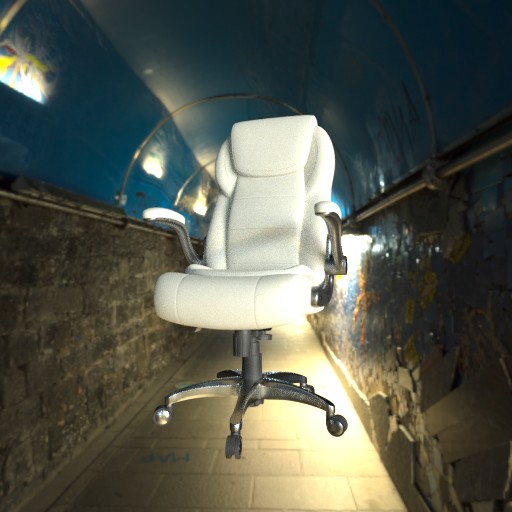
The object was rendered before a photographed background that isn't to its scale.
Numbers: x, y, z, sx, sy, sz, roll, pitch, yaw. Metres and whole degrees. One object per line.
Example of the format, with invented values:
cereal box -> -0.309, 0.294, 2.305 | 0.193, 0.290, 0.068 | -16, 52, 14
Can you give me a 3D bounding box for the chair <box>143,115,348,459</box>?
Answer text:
chair -> 0.000, 0.000, 1.819 | 0.755, 1.330, 0.806 | 0, 0, 18
